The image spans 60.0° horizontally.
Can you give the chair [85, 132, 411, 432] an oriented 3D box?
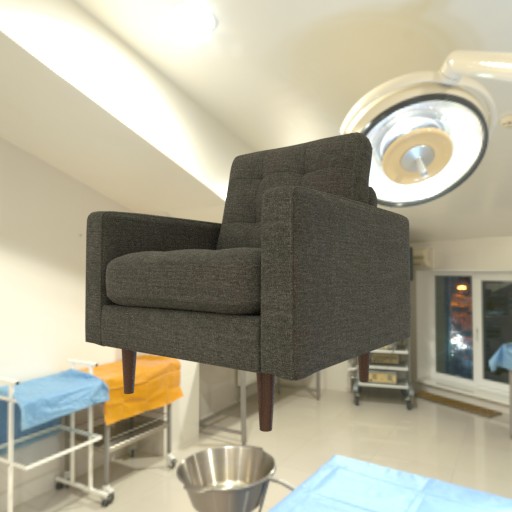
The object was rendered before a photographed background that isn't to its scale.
[{"bbox_3d":[0.000,0.000,1.524,0.821,0.880,0.843,-1,-2,37],"label":"chair"}]
